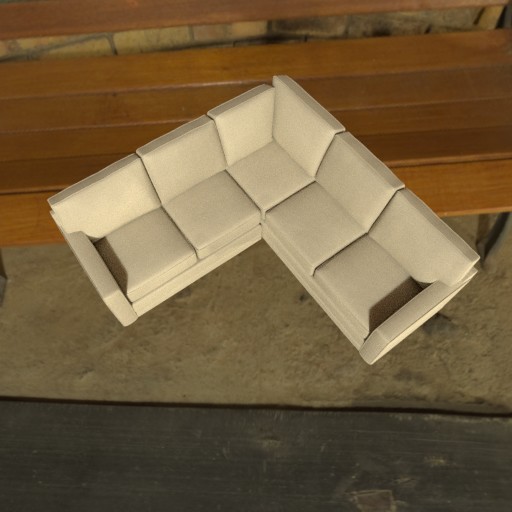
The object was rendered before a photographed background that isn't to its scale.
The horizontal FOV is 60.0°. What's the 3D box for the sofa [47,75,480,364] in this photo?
[{"bbox_3d":[0.000,0.000,3.331,2.182,0.939,2.189,-33,67,-16],"label":"sofa"}]
